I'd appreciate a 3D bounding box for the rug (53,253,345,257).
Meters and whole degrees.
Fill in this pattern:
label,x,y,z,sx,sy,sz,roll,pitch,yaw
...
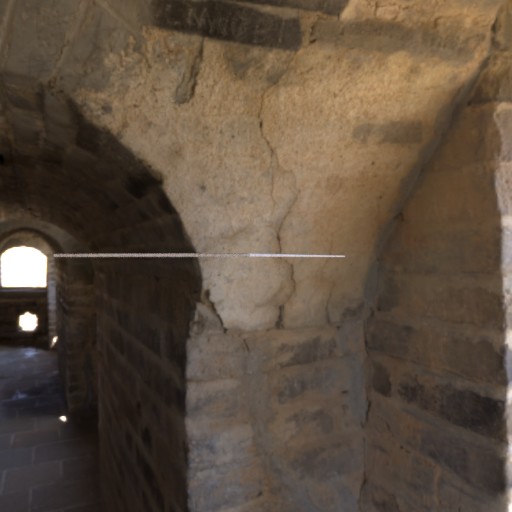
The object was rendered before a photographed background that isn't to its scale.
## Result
label,x,y,z,sx,sy,sz,roll,pitch,yaw
rug,0.000,0.000,2.674,0.775,0.012,2.452,0,0,18
